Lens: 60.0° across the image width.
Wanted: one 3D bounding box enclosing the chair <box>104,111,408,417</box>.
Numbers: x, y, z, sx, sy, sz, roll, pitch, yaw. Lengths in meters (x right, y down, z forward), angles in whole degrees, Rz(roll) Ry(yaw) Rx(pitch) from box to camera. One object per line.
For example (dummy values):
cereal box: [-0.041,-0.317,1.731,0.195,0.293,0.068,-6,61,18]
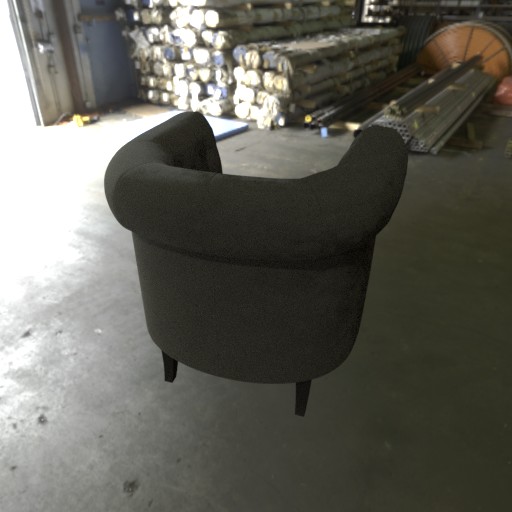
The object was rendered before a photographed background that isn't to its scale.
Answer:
chair: [0.000,0.000,1.553,0.904,0.826,0.851,9,32,15]
